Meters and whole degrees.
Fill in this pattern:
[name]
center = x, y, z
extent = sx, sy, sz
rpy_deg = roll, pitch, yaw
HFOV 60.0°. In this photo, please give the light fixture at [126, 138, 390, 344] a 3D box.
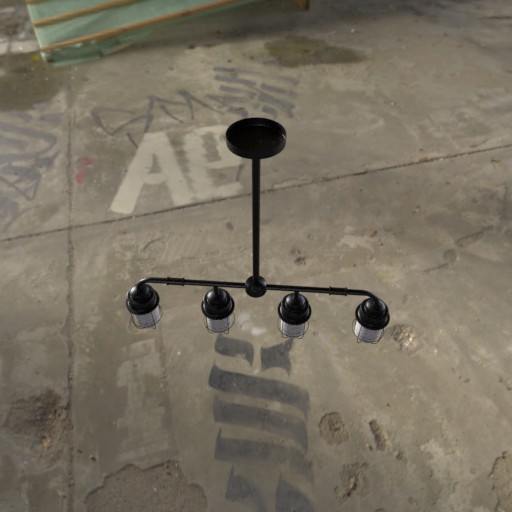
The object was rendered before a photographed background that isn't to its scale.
[light fixture]
center = 0.000, 0.000, 1.246
extent = 0.852, 0.785, 0.131
rpy_deg = 3, 48, 3
